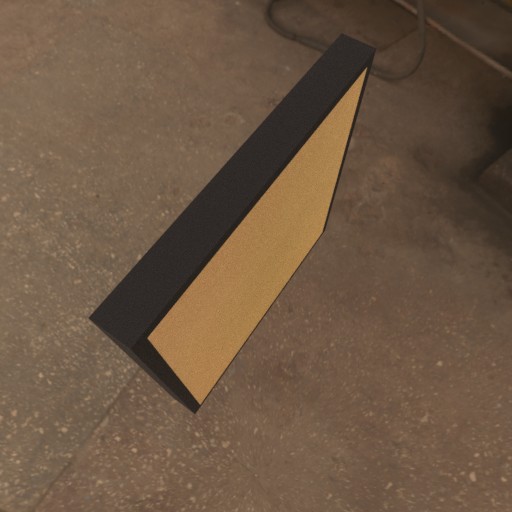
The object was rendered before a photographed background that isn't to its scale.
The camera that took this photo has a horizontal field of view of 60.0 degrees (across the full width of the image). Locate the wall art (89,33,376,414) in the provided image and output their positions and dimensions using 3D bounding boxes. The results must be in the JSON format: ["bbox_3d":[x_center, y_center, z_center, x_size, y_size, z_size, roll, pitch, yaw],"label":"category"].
[{"bbox_3d":[0.000,0.000,0.451,0.033,0.304,0.305,32,68,15],"label":"wall art"}]
